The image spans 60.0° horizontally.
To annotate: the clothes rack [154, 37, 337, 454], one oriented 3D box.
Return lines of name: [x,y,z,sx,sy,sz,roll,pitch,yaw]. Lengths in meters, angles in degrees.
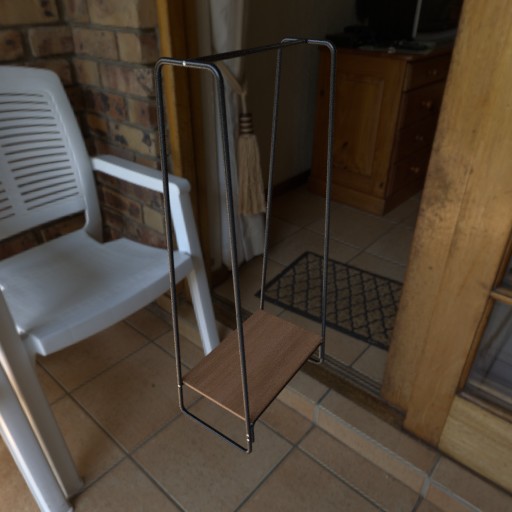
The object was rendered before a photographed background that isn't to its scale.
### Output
clothes rack: [0.000,0.000,1.748,0.400,1.500,0.640,21,37,30]
